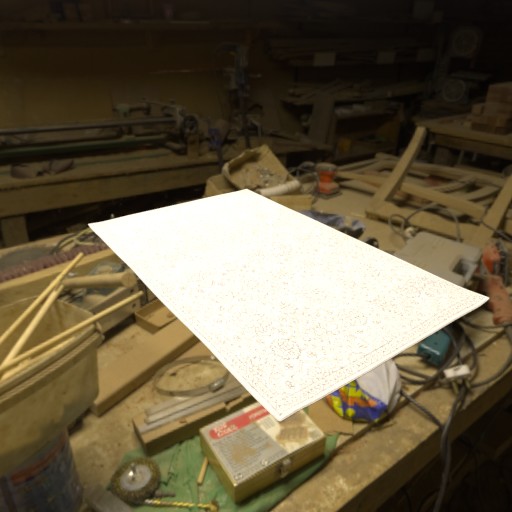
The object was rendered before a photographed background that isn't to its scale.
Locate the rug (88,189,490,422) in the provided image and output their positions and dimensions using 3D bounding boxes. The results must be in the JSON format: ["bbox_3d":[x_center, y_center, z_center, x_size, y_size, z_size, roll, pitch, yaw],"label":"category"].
[{"bbox_3d":[0.000,0.000,2.991,1.518,0.023,2.434,-18,32,-31],"label":"rug"}]
